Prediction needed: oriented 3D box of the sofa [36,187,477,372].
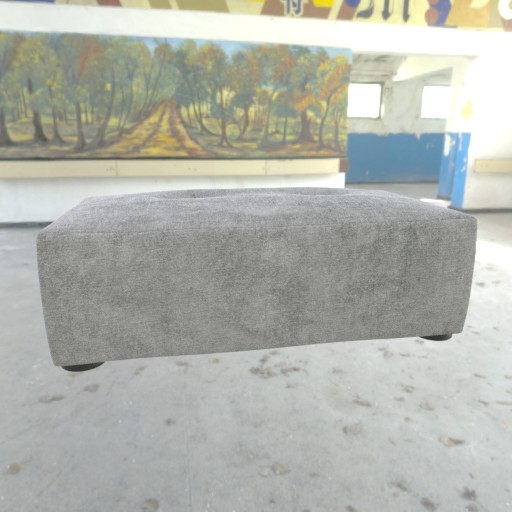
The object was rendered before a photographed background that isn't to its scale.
[{"bbox_3d":[0.000,0.000,1.142,0.930,0.330,0.480,-3,16,-10],"label":"sofa"}]
